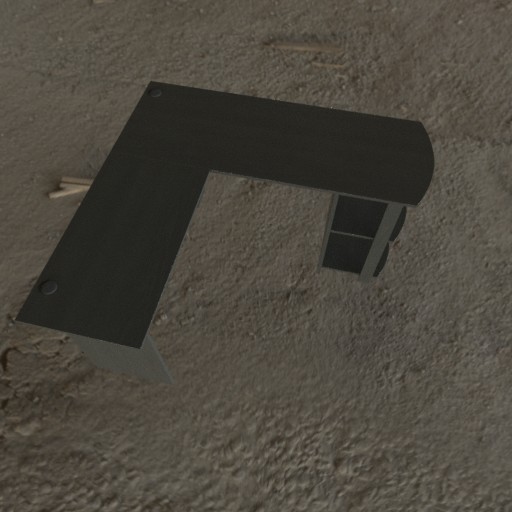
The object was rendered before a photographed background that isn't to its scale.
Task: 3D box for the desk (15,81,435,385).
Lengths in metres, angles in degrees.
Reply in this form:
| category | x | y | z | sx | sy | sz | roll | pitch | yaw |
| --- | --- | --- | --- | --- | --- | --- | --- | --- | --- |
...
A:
| category | x | y | z | sx | sy | sz | roll | pitch | yaw |
| --- | --- | --- | --- | --- | --- | --- | --- | --- | --- |
| desk | 0.000 | 0.000 | 2.043 | 1.361 | 0.716 | 1.303 | 11 | 58 | 7 |
